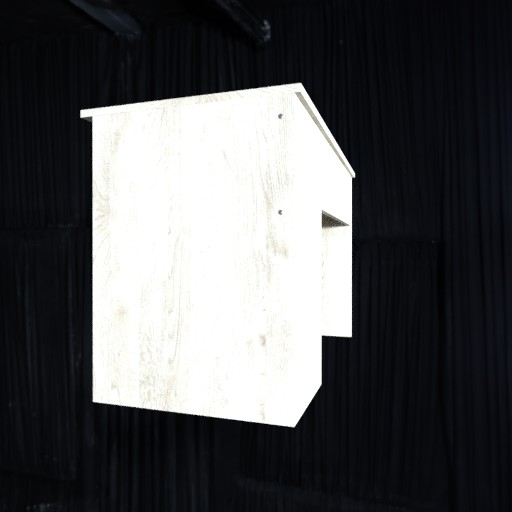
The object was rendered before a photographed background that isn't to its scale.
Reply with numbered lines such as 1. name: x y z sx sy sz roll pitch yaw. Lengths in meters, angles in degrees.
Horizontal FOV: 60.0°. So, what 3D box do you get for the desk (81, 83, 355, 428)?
1. desk: 0.000 0.000 1.537 0.560 0.730 1.096 0 0 18
